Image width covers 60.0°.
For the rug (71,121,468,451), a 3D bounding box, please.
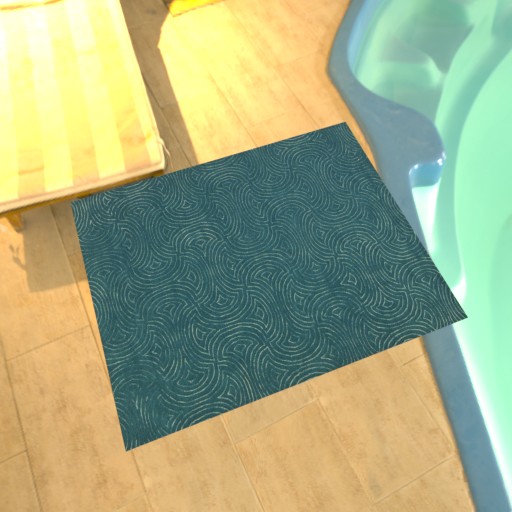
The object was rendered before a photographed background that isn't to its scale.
[{"bbox_3d":[0.000,0.000,4.135,3.033,0.012,2.432,-19,64,-9],"label":"rug"}]
